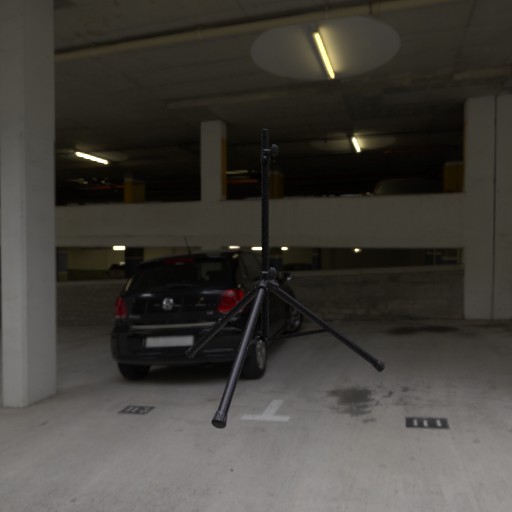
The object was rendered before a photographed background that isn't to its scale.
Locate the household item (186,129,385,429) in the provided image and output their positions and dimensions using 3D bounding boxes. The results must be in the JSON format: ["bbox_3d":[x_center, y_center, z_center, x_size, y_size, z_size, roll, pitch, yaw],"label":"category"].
[{"bbox_3d":[0.000,0.000,1.878,1.045,1.136,0.907,0,1,17],"label":"household item"}]
